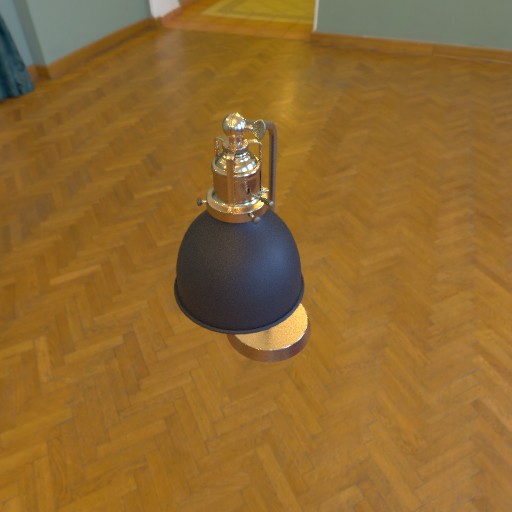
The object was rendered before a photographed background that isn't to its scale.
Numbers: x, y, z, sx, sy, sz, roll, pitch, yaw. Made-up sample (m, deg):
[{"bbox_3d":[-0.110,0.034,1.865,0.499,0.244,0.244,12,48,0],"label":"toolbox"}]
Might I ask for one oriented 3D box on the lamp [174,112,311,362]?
[{"bbox_3d":[0.000,0.000,0.599,0.160,0.456,0.291,12,43,13],"label":"lamp"}]
